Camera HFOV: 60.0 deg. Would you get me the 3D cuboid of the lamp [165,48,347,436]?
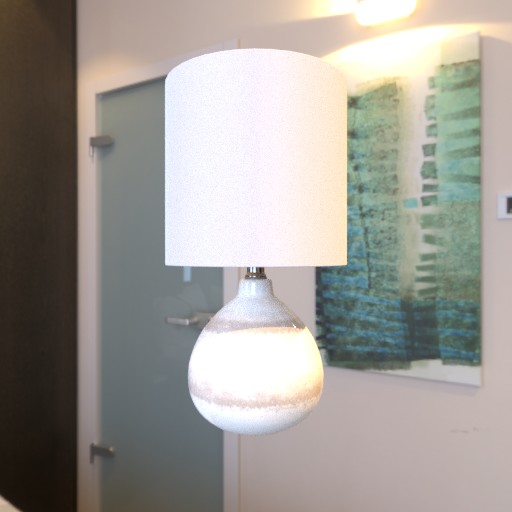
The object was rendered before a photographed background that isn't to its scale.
[{"bbox_3d":[0.000,0.000,0.539,0.217,0.404,0.217,0,0,1],"label":"lamp"}]
